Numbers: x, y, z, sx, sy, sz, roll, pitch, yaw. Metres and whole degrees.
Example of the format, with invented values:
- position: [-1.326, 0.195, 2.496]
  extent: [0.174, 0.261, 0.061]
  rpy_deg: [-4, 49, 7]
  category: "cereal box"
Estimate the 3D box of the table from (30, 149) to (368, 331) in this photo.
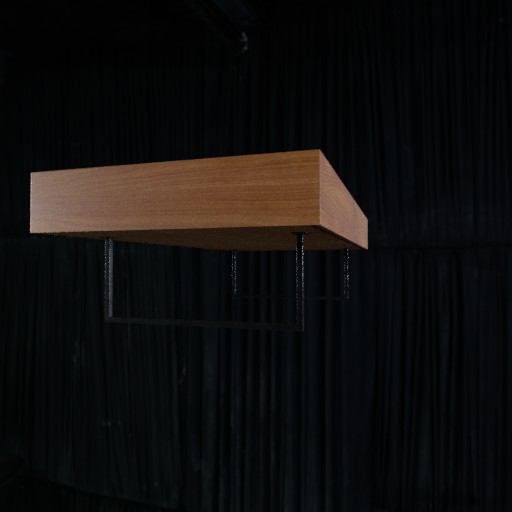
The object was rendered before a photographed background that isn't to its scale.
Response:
- position: [0.000, 0.000, 1.403]
  extent: [0.610, 0.330, 1.194]
  rpy_deg: [0, -1, 18]
  category: "table"
